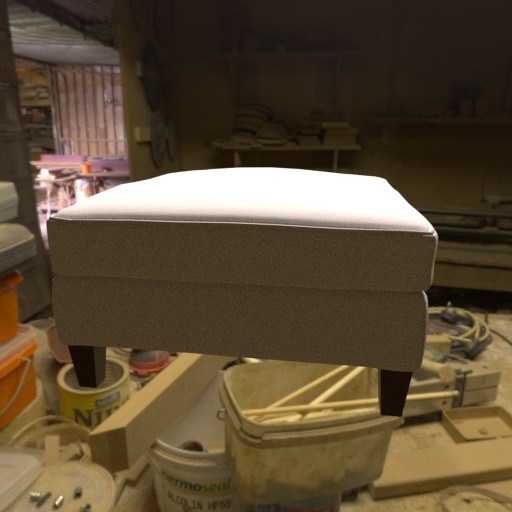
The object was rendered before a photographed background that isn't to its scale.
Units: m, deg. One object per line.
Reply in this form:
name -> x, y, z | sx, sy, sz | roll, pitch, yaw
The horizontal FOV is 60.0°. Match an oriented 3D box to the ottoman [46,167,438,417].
ottoman -> 0.000, 0.000, 1.326 | 0.838, 0.479, 0.838 | 3, 17, 8
